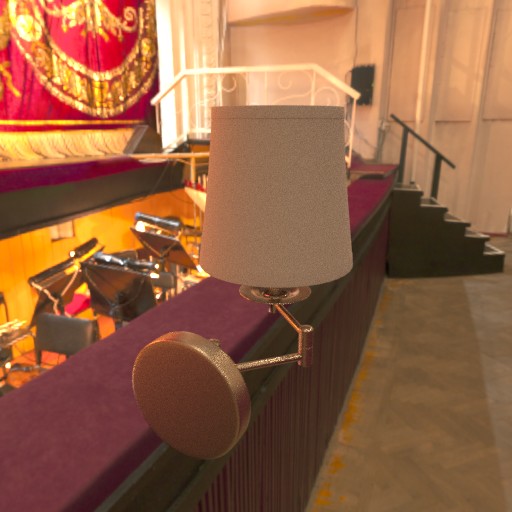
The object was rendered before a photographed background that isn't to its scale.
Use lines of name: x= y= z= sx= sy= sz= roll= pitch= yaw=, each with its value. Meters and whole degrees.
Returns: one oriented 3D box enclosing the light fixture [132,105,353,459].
light fixture: x=0.000 y=0.000 z=0.594 sx=0.223 sy=0.381 sz=0.348 roll=9 pitch=19 yaw=26
